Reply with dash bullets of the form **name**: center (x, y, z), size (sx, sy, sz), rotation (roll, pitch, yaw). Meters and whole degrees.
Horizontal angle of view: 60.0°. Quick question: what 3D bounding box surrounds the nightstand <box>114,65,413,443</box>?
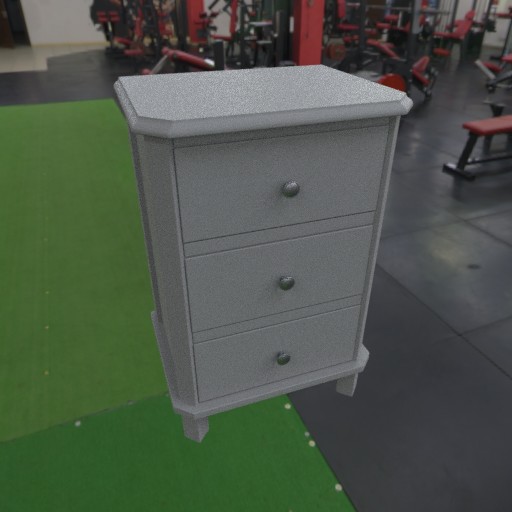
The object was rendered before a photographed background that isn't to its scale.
- **nightstand**: center (0.000, 0.000, 0.937), size (0.450, 0.680, 0.350), rotation (-11, 33, -17)
